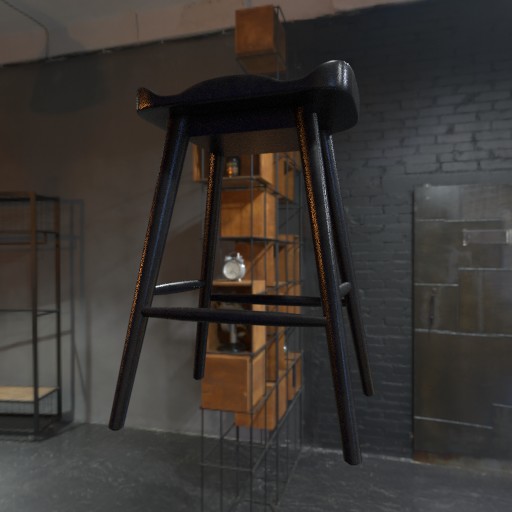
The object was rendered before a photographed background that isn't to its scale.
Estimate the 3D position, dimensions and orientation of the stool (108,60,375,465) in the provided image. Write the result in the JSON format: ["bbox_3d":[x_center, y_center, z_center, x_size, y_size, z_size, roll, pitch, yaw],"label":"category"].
[{"bbox_3d":[0.000,0.000,0.881,0.440,0.615,0.361,0,0,18],"label":"stool"}]
